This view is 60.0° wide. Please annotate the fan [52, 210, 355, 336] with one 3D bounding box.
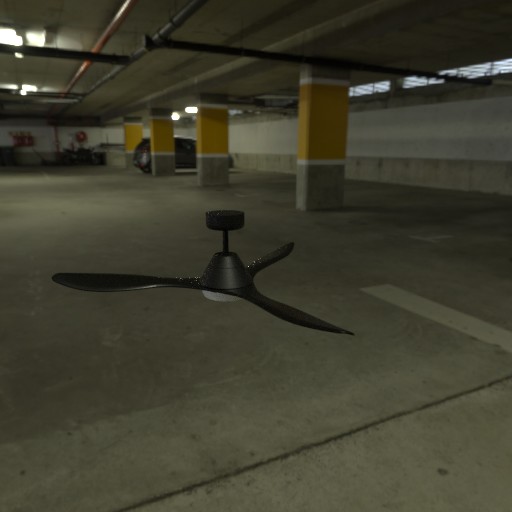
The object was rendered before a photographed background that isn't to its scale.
[{"bbox_3d":[0.000,0.000,1.594,1.067,0.305,1.067,-13,19,-43],"label":"fan"}]
